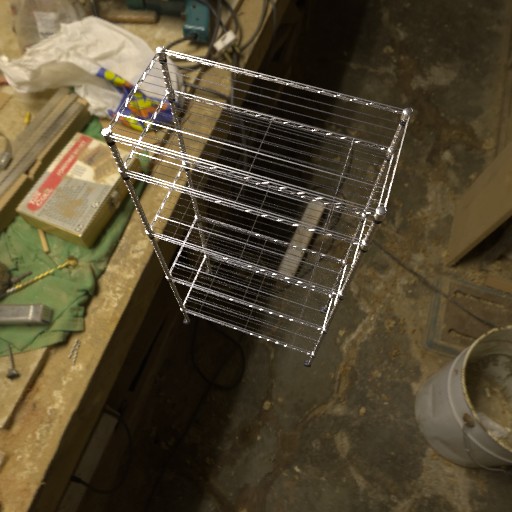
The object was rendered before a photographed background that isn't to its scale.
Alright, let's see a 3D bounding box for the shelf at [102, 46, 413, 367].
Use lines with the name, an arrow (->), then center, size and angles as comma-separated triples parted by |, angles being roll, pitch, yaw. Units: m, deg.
shelf -> 0.000, 0.000, 1.861 | 0.762, 1.587, 0.356 | 18, 65, 9
